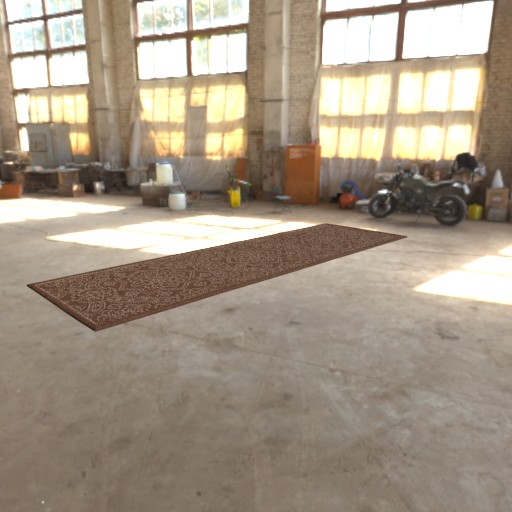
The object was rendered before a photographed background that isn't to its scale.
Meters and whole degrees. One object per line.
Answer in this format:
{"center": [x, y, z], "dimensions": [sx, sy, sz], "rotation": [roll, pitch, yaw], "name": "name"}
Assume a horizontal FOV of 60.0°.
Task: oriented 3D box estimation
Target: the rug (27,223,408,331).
{"center": [0.000, 0.000, 2.762], "dimensions": [2.448, 0.012, 0.769], "rotation": [-14, 20, -43], "name": "rug"}
